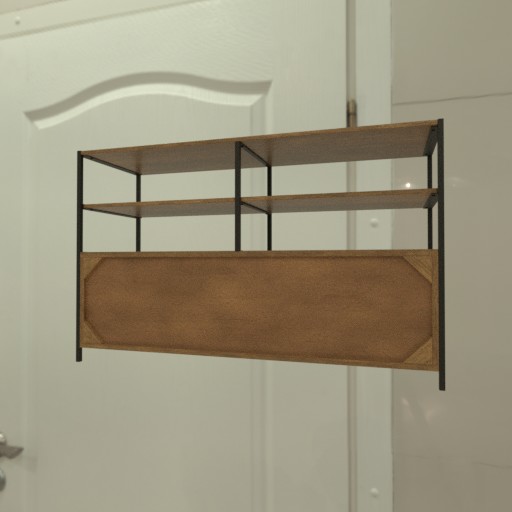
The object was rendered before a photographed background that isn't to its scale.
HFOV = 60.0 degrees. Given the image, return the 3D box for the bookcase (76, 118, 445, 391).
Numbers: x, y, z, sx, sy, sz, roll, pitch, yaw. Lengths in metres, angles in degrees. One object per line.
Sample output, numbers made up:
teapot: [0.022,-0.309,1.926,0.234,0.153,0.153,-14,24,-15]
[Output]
bookcase: [0.000,0.000,1.510,1.149,0.712,0.391,0,-1,17]
